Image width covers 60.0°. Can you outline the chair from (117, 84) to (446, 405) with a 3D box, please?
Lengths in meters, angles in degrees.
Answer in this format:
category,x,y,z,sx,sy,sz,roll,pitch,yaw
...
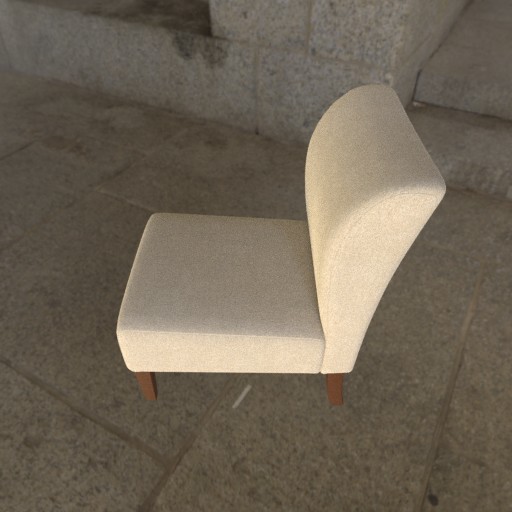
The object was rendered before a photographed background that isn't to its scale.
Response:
category,x,y,z,sx,sy,sz,roll,pitch,yaw
chair,0.000,0.000,1.308,0.754,0.833,0.521,0,42,0
